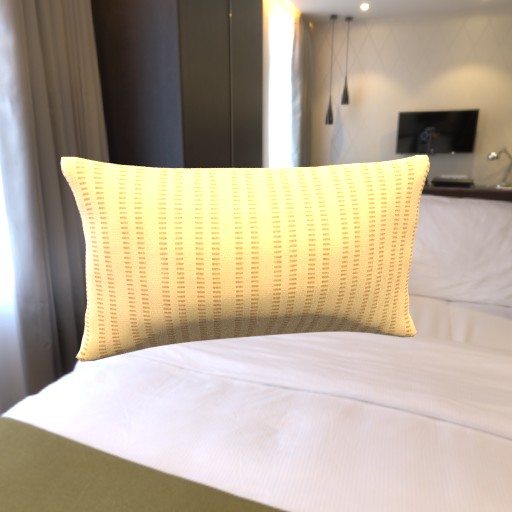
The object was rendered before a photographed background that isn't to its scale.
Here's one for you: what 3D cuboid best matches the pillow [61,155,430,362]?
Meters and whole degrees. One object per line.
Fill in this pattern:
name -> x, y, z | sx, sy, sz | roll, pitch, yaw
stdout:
pillow -> 0.000, 0.000, 0.799 | 0.640, 0.353, 0.210 | -3, 15, -10
